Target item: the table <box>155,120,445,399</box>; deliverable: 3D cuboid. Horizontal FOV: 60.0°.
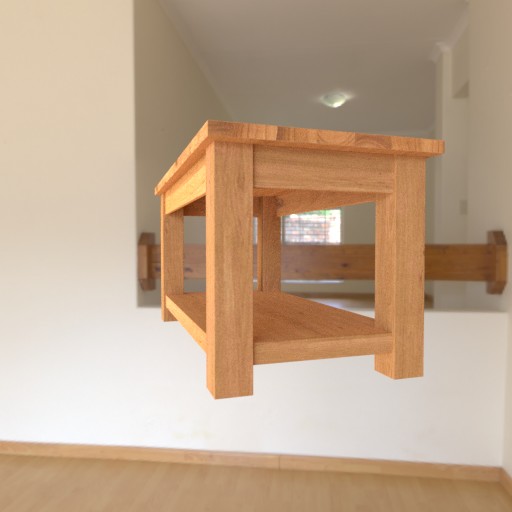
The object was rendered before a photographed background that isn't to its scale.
[{"bbox_3d":[0.000,0.000,1.192,0.450,0.452,0.899,-1,2,-18],"label":"table"}]
